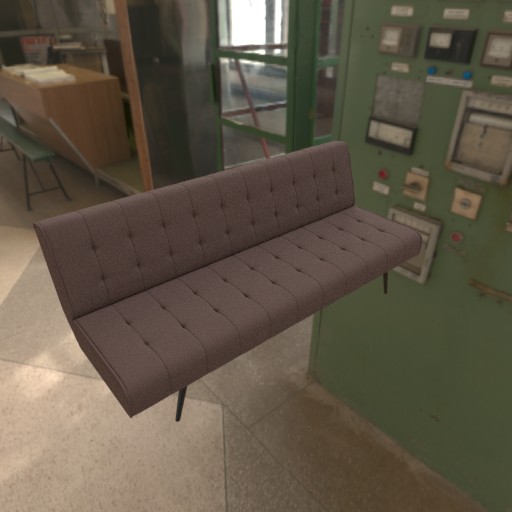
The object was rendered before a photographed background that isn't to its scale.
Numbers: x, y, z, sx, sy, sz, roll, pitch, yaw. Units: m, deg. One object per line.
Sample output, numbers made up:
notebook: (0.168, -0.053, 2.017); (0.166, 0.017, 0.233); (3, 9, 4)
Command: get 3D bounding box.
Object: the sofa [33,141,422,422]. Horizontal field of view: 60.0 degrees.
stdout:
sofa: (0.000, 0.000, 2.121); (1.703, 0.699, 0.747); (-23, 38, -33)
